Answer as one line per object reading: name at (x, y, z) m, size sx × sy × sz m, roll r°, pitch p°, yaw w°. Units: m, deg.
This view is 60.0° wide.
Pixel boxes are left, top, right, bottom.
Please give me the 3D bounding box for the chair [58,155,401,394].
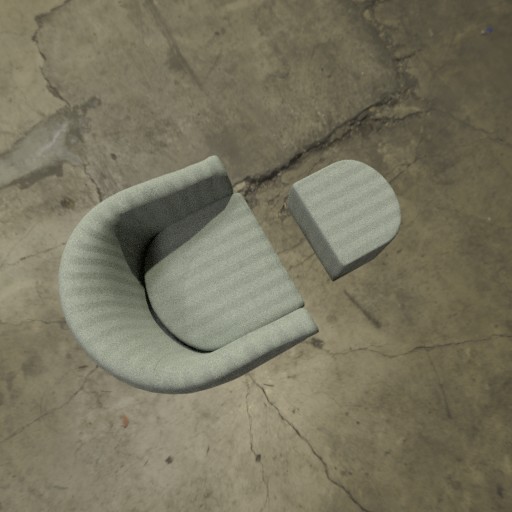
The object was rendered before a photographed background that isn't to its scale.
chair at (0.000, 0.000, 1.745) m, size 1.288 × 0.757 × 0.756 m, roll -28°, pitch 76°, yaw -7°
